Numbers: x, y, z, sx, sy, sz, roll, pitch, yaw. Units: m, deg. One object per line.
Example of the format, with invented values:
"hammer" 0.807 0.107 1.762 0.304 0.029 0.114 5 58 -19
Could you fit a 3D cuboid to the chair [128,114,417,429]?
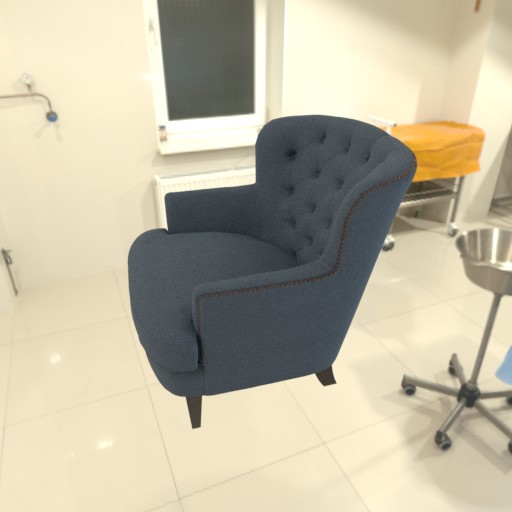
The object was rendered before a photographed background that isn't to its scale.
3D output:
"chair" 0.000 0.000 1.599 0.906 0.868 0.848 -8 29 -14
